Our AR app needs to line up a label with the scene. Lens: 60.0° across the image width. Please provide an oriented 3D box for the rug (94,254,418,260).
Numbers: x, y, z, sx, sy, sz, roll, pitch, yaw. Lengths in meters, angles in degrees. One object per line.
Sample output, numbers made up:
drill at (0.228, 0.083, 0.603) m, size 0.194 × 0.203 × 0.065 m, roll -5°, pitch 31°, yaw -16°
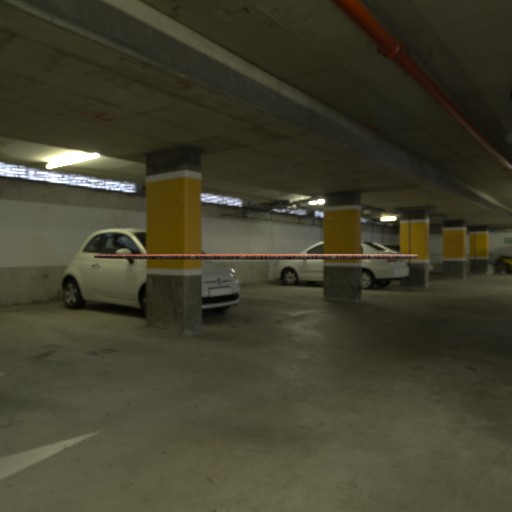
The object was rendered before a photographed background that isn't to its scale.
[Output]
rug at (0.000, 0.000, 2.206) m, size 1.514 × 0.015 × 1.514 m, roll 0°, pitch 0°, yaw 0°
